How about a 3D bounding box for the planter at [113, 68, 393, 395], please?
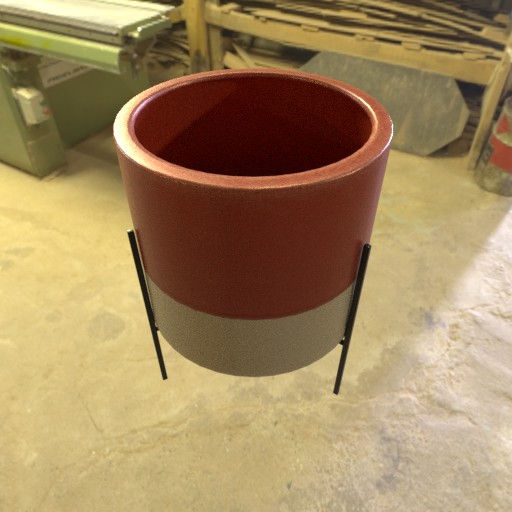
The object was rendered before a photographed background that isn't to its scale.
[{"bbox_3d":[0.000,0.000,0.703,0.354,0.465,0.345,25,47,26],"label":"planter"}]
